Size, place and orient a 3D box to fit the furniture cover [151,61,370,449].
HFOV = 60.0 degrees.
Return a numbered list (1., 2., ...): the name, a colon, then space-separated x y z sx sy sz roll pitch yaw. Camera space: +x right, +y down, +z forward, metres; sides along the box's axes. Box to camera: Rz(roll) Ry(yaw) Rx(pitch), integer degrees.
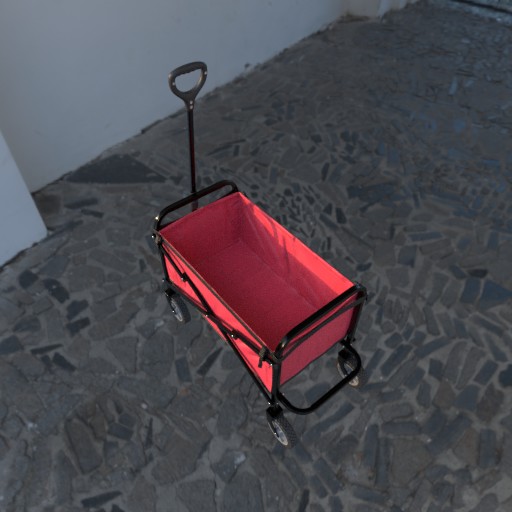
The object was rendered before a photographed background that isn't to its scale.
1. furniture cover: 0.000 0.000 1.783 0.532 1.295 1.038 -30 54 -25
